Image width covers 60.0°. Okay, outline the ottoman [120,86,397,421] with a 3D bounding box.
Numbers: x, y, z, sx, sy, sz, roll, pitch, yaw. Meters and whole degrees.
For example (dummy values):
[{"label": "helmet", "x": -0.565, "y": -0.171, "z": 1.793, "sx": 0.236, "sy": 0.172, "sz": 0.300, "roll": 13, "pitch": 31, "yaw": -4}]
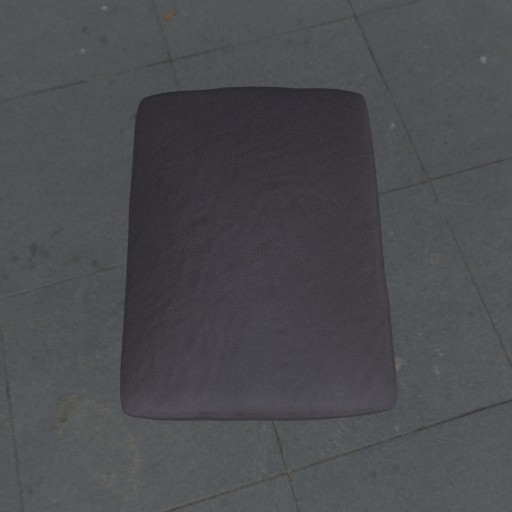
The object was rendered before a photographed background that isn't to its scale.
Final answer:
[{"label": "ottoman", "x": 0.000, "y": 0.000, "z": 1.296, "sx": 0.659, "sy": 0.529, "sz": 0.887, "roll": -1, "pitch": 74, "yaw": 0}]
